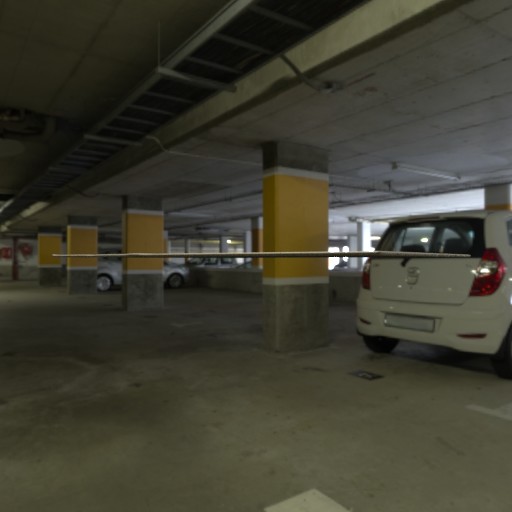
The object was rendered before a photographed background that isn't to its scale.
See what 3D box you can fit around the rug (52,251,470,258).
[{"bbox_3d":[0.000,0.000,2.909,2.290,0.021,1.540,0,-1,37],"label":"rug"}]
